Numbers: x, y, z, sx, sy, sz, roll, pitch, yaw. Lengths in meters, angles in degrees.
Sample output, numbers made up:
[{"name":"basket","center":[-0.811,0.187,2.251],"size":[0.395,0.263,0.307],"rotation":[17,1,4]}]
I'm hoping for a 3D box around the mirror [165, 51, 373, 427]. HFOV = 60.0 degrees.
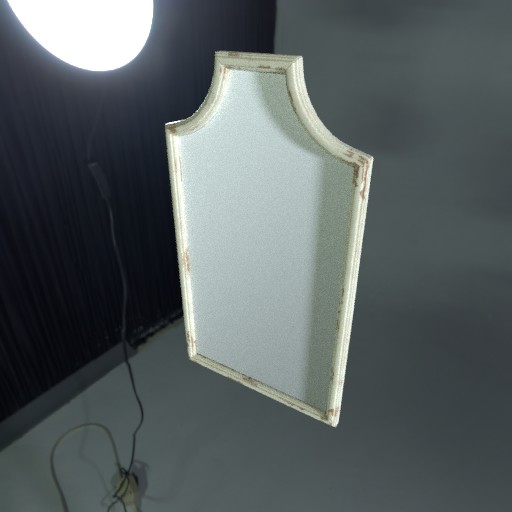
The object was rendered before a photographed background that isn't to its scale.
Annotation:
[{"name":"mirror","center":[0.000,0.000,0.861],"size":[0.403,0.717,0.022],"rotation":[17,34,27]}]
